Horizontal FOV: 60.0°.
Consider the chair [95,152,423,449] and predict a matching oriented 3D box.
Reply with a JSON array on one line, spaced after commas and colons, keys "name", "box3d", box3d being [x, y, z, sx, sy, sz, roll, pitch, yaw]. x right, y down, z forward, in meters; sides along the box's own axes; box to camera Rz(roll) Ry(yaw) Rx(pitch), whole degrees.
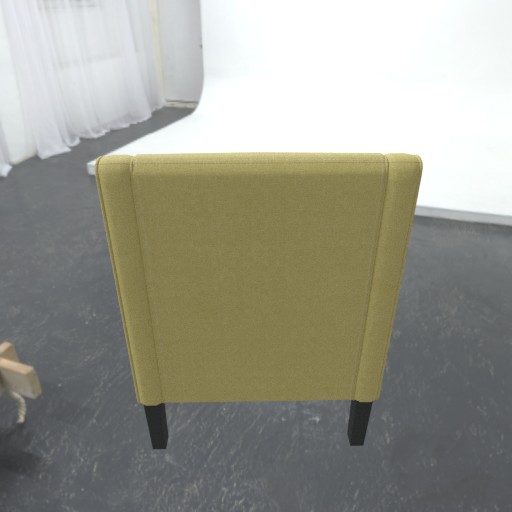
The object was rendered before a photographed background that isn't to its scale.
[{"name": "chair", "box3d": [0.000, 0.000, 1.458, 0.696, 0.896, 0.814, -1, 30, -1]}]
